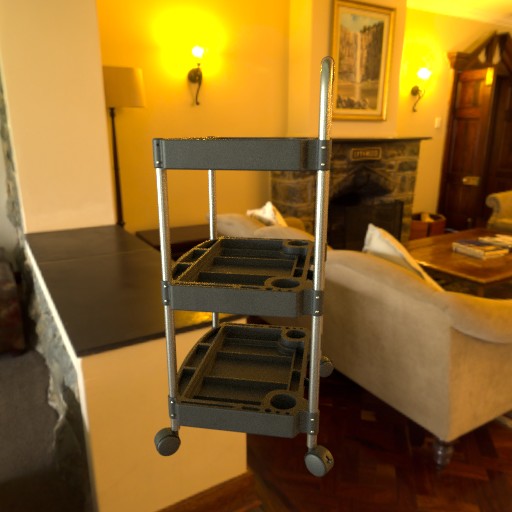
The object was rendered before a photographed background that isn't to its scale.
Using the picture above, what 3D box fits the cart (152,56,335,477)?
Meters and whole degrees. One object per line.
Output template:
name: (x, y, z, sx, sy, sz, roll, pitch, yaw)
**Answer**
cart: (0.000, 0.000, 1.362, 0.518, 1.075, 0.584, 3, 16, 9)
